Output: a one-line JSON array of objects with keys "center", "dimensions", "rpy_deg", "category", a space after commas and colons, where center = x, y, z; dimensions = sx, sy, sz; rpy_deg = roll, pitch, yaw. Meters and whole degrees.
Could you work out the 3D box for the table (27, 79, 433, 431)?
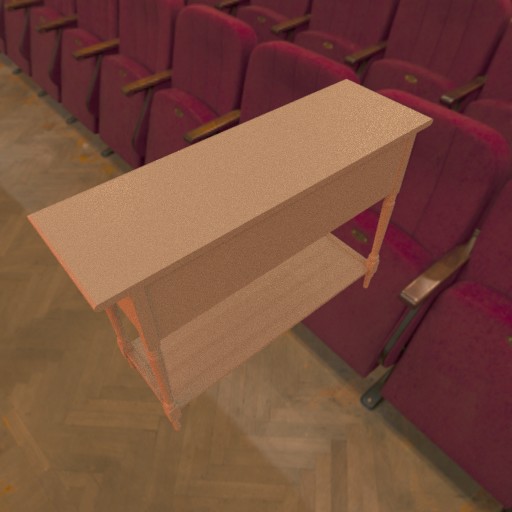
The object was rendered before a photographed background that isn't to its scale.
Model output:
[{"center": [0.000, 0.000, 1.577], "dimensions": [1.197, 0.808, 0.384], "rpy_deg": [-31, 54, -26], "category": "table"}]
